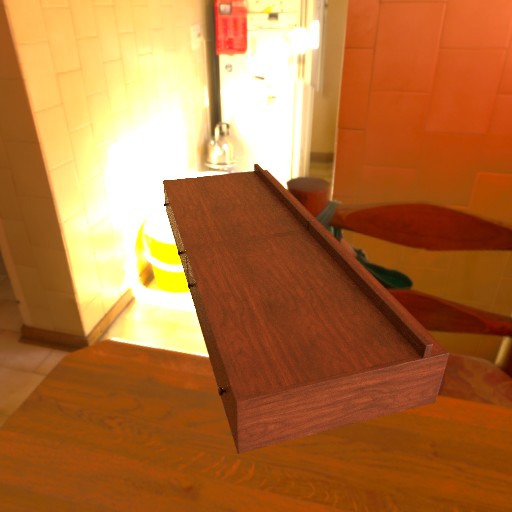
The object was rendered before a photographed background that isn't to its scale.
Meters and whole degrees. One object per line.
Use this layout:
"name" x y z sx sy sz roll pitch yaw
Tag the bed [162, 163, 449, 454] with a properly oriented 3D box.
"bed" 0.000 0.000 2.352 0.787 0.326 2.057 -8 31 -14
